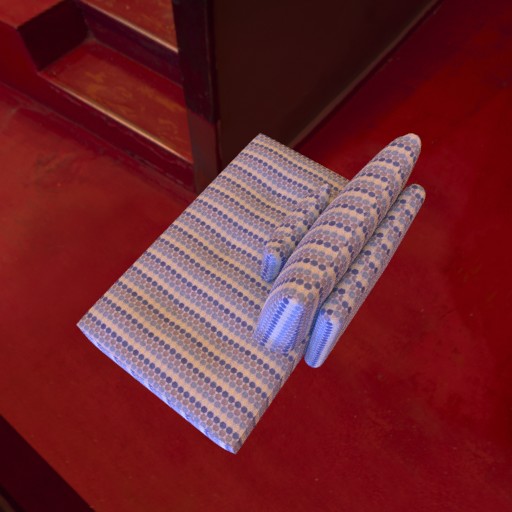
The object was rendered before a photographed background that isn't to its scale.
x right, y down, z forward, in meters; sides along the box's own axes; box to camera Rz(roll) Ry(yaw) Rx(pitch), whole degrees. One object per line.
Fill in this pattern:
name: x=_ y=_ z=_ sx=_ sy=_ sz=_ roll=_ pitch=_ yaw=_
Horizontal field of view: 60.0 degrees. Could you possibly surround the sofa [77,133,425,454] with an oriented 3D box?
sofa: x=0.000 y=0.000 z=2.036 sx=1.000 sy=0.820 sz=1.450 roll=33 pitch=66 yaw=16
